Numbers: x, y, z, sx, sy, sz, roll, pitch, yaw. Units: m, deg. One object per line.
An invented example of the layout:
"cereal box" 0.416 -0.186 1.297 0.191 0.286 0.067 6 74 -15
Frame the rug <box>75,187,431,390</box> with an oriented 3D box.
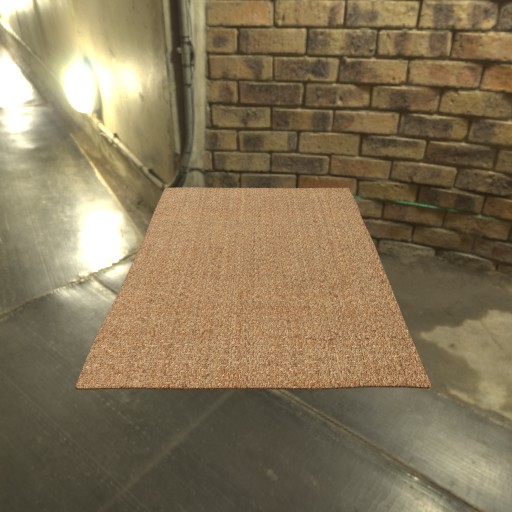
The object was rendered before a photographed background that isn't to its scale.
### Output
"rug" 0.000 0.000 2.792 1.566 0.013 2.141 0 32 0
